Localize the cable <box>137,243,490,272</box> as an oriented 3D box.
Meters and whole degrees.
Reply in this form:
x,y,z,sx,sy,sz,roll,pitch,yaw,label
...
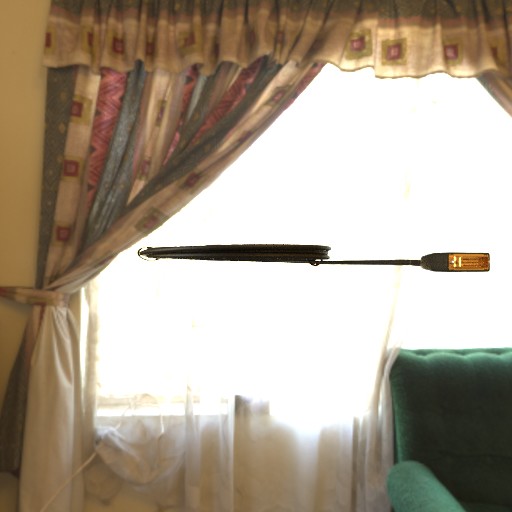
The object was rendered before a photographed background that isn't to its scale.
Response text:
x,y,z,sx,sy,sz,roll,pitch,yaw,label
0.000,0.000,0.506,0.257,0.030,0.422,0,-1,-19,cable
